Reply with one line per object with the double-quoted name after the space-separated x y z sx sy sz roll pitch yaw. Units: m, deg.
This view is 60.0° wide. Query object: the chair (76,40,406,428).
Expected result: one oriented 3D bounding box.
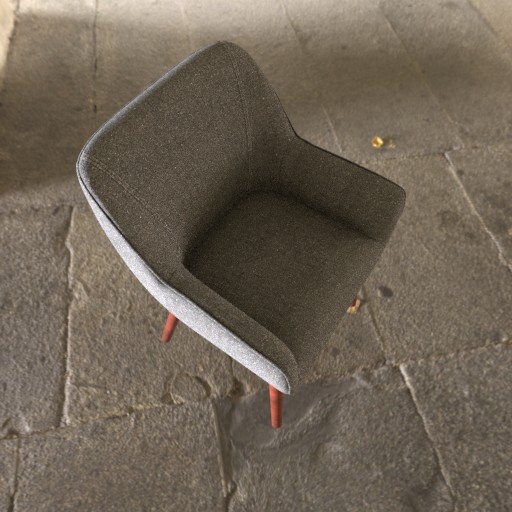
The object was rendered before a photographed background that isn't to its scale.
0.000 0.000 1.121 0.519 0.803 0.543 30 63 17 "chair"
